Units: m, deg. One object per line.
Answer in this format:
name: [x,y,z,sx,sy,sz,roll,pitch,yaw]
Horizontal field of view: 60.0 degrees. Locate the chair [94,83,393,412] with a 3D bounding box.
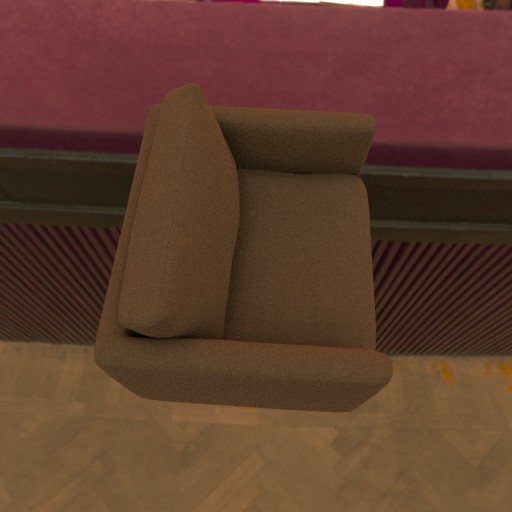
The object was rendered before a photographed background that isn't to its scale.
chair: [0.000,0.000,1.813,0.959,0.963,1.107,3,63,2]
